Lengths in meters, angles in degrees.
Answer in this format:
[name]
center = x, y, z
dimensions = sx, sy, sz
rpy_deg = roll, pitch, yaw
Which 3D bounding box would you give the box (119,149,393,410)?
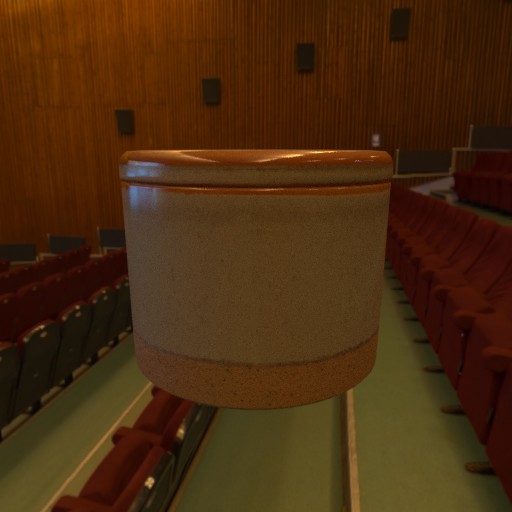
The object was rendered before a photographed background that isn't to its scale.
[box]
center = 0.000, 0.000, 0.217
dimensions = 0.123, 0.100, 0.123
rpy_deg = 0, 13, 0
